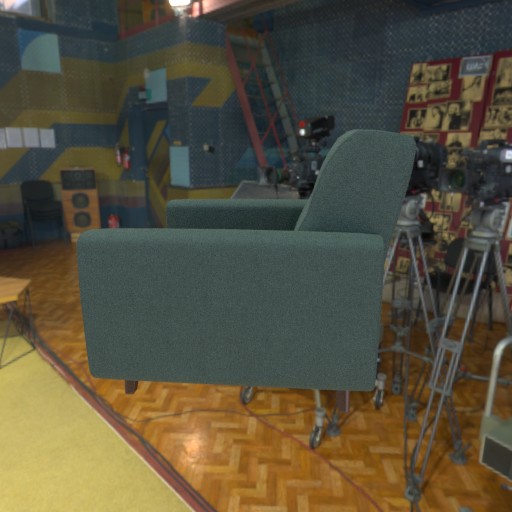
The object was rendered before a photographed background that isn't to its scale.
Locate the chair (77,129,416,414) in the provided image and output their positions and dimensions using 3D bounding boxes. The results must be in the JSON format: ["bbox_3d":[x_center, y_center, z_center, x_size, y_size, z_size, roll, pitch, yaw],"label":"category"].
[{"bbox_3d":[0.000,0.000,1.543,0.909,0.841,0.831,2,14,8],"label":"chair"}]
